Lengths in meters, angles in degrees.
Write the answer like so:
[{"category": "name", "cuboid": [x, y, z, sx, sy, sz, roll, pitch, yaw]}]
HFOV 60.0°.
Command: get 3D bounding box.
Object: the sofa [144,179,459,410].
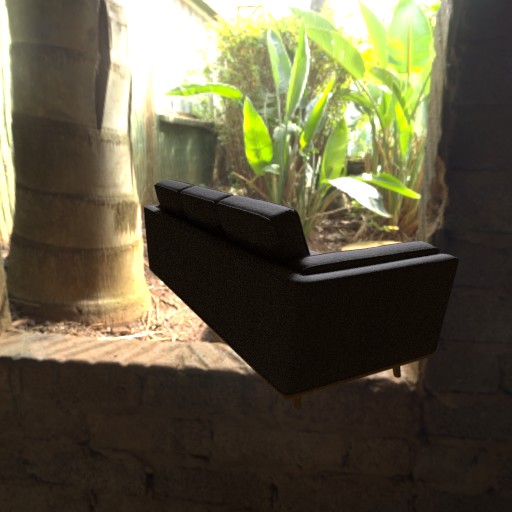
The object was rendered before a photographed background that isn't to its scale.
[{"category": "sofa", "cuboid": [0.000, 0.000, 2.878, 0.903, 0.899, 2.362, -7, 16, -27]}]
